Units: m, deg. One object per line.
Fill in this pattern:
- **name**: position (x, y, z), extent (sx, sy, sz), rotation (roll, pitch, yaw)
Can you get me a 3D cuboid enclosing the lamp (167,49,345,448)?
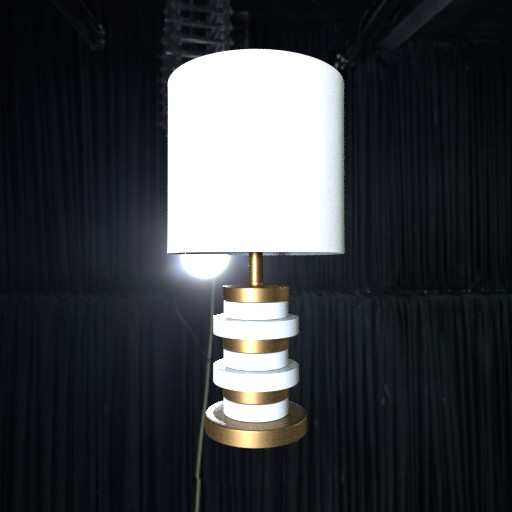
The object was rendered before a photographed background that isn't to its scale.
- **lamp**: position (0.000, 0.000, 0.534), extent (0.210, 0.410, 0.210), rotation (0, -1, -19)
